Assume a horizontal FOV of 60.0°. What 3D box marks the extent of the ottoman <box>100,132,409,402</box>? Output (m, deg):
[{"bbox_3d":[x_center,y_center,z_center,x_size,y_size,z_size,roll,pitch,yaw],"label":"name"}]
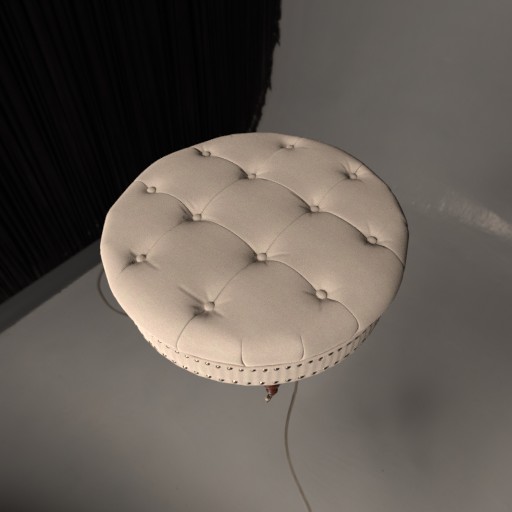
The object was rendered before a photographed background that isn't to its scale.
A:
[{"bbox_3d":[0.000,0.000,1.422,0.901,0.439,0.901,0,48,0],"label":"ottoman"}]
